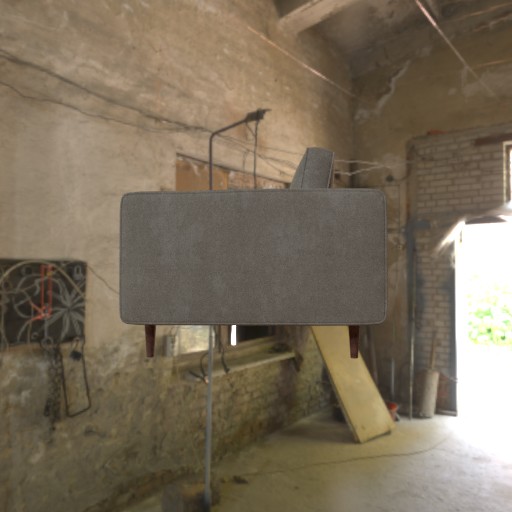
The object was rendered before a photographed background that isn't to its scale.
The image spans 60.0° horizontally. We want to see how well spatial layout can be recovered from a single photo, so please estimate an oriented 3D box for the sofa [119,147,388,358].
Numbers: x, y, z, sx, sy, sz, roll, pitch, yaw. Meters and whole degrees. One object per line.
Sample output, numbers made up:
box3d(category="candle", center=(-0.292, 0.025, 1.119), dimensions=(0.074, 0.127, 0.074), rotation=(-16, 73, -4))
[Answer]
box3d(category="sofa", center=(0.000, 0.000, 2.381), dimensions=(0.920, 0.769, 1.883), rotation=(0, -1, 1))
